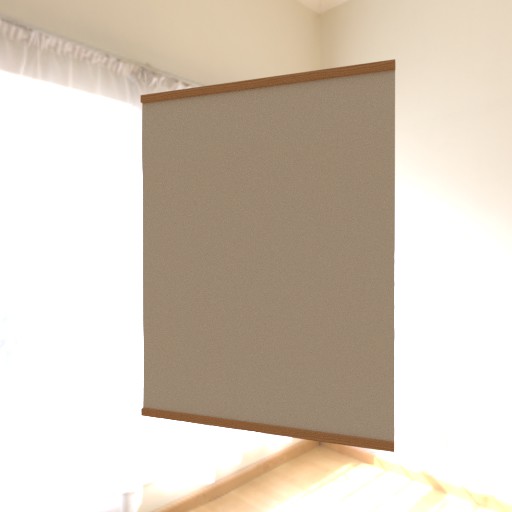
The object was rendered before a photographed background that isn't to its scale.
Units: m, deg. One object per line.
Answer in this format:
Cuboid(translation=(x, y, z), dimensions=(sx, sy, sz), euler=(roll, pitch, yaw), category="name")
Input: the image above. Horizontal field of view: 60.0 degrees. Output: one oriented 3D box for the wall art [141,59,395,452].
Cuboid(translation=(0.000, 0.000, 0.765), dimensions=(0.458, 0.605, 0.011), euler=(0, 0, 20), category="wall art")
